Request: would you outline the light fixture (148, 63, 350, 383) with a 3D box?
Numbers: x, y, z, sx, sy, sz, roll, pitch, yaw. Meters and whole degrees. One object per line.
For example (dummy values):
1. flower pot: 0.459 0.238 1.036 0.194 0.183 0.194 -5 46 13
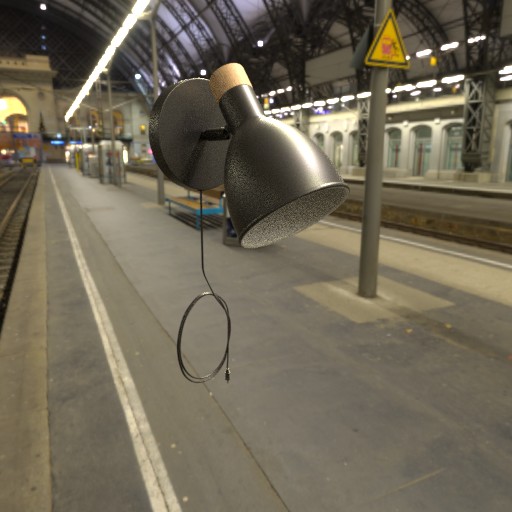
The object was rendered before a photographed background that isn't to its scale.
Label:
1. light fixture: 0.000 0.000 0.486 0.203 0.401 0.127 12 18 42
